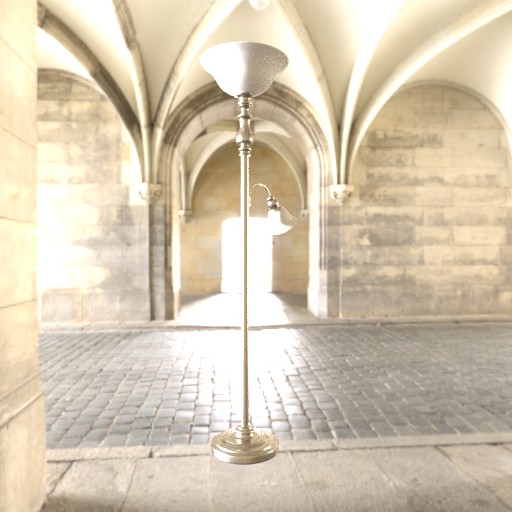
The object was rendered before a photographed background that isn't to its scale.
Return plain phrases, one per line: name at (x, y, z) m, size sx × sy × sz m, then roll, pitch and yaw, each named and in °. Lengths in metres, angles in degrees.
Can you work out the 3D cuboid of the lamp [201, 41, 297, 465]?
lamp at (0.000, 0.000, 2.116) m, size 0.405 × 1.785 × 0.575 m, roll 0°, pitch 0°, yaw 38°
